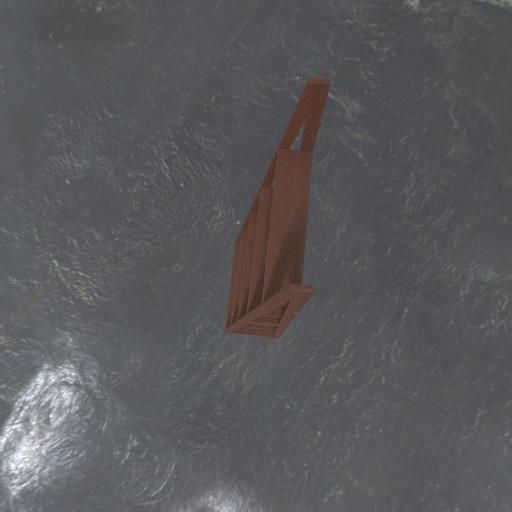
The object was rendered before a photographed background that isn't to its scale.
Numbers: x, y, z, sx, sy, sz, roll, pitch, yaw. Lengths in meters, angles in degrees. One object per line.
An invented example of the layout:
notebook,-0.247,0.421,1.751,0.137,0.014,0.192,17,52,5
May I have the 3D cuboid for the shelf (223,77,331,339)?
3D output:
shelf,0.000,0.000,2.006,0.350,1.770,0.600,6,76,1
